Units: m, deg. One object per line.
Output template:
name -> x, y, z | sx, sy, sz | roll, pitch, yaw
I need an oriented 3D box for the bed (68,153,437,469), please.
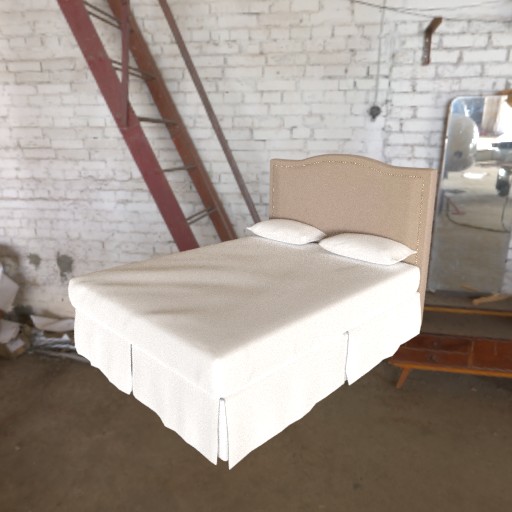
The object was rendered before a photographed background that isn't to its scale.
bed -> 0.000, 0.000, 3.384 | 1.821, 1.436, 2.282 | 16, 22, 43
